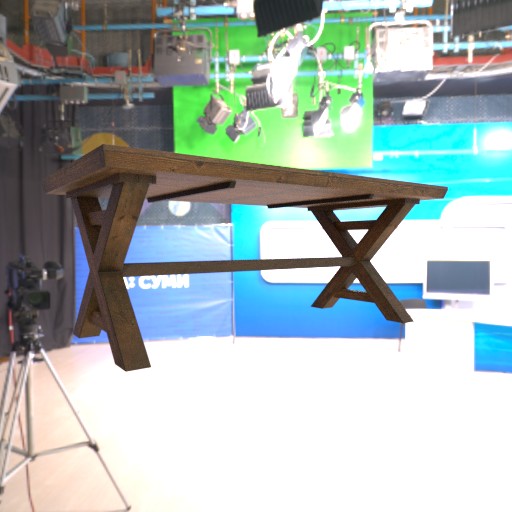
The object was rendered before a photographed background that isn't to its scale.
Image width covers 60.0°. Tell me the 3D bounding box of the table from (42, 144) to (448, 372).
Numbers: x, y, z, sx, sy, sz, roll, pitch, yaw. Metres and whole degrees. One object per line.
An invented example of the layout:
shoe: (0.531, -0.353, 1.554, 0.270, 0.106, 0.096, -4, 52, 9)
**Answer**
table: (0.000, 0.000, 2.445, 1.966, 0.793, 1.071, -1, 2, -35)
